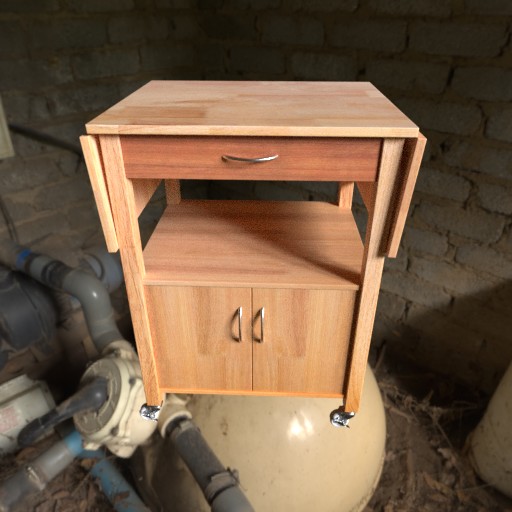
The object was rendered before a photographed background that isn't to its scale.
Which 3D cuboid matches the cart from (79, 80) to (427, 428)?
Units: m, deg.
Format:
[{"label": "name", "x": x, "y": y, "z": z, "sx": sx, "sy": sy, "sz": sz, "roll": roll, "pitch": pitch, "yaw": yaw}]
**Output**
[{"label": "cart", "x": 0.000, "y": 0.000, "z": 1.231, "sx": 0.640, "sy": 0.838, "sz": 0.508, "roll": 1, "pitch": 30, "yaw": 2}]
